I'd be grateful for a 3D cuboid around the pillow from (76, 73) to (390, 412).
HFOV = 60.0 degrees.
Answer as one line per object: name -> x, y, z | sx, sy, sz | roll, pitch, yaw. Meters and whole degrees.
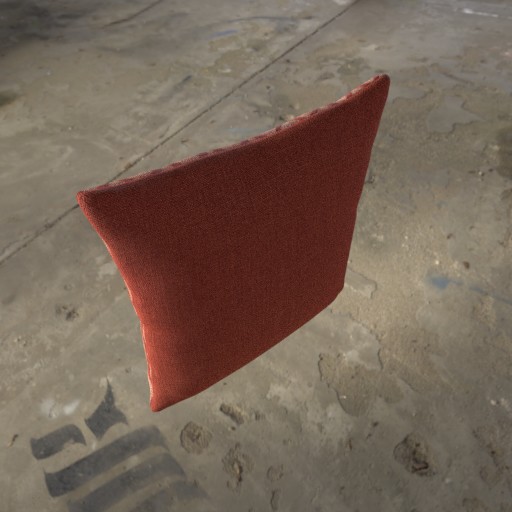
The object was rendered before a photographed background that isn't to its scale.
pillow -> 0.000, 0.000, 0.646 | 0.429, 0.434, 0.159 | -30, 53, -26
